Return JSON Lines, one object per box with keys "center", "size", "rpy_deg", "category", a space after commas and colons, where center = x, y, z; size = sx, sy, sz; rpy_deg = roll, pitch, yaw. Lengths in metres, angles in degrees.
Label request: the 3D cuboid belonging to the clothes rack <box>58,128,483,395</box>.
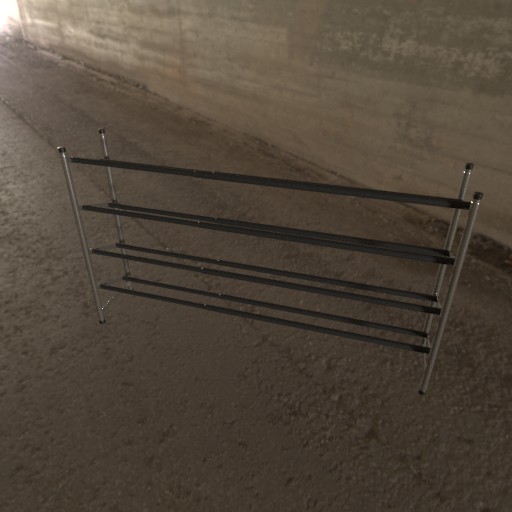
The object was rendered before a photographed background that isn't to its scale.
{"center": [0.000, 0.000, 1.431], "size": [1.168, 0.672, 0.229], "rpy_deg": [9, 33, 14], "category": "clothes rack"}
